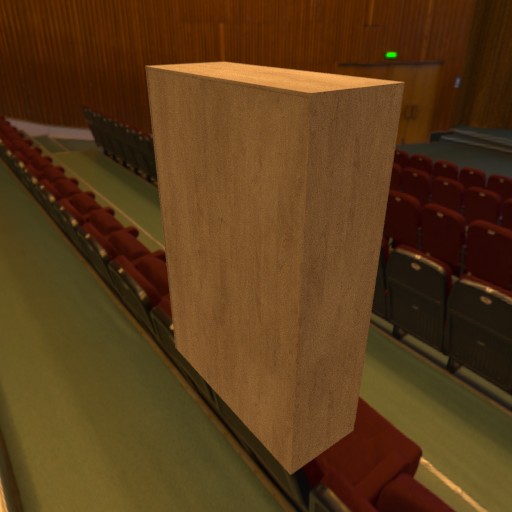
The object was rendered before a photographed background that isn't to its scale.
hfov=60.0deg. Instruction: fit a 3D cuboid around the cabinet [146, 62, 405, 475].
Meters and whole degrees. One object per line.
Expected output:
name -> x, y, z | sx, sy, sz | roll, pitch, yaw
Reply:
cabinet -> 0.000, 0.000, 2.488 | 0.510, 1.910, 1.290 | -19, 33, -32
